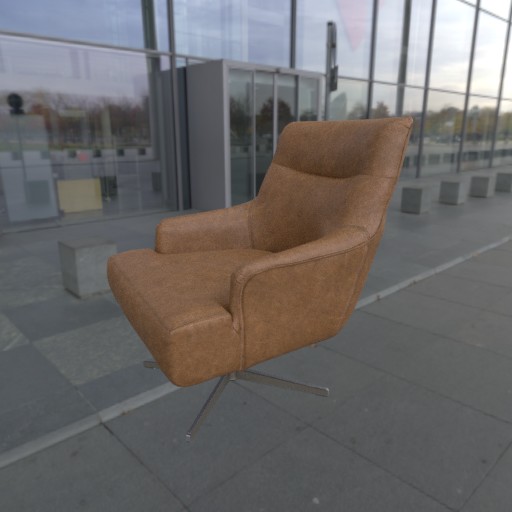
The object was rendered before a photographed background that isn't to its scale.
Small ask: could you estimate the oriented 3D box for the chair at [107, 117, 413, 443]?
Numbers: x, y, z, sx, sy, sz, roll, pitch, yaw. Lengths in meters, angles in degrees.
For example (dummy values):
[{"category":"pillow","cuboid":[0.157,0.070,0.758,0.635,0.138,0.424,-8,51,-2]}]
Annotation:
[{"category":"chair","cuboid":[0.000,0.000,1.461,0.874,0.869,0.729,-8,17,-27]}]
